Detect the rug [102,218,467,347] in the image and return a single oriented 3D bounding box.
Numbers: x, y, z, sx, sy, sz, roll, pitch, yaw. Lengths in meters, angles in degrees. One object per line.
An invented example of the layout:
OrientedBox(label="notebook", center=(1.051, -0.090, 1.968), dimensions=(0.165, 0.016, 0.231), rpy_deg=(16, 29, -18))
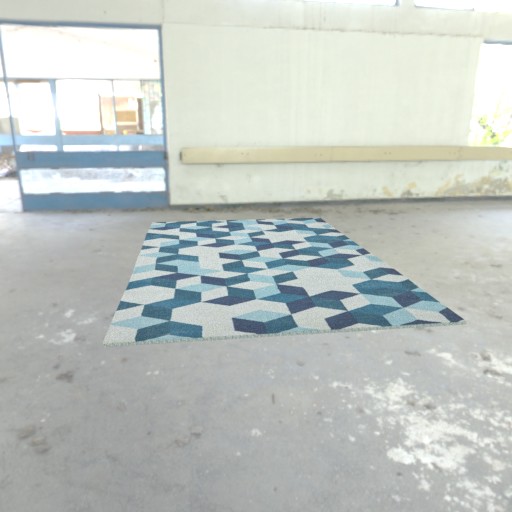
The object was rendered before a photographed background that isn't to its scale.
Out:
OrientedBox(label="rug", center=(0.000, 0.000, 2.320), dimensions=(1.235, 0.014, 1.829), rpy_deg=(-2, 16, -7))
